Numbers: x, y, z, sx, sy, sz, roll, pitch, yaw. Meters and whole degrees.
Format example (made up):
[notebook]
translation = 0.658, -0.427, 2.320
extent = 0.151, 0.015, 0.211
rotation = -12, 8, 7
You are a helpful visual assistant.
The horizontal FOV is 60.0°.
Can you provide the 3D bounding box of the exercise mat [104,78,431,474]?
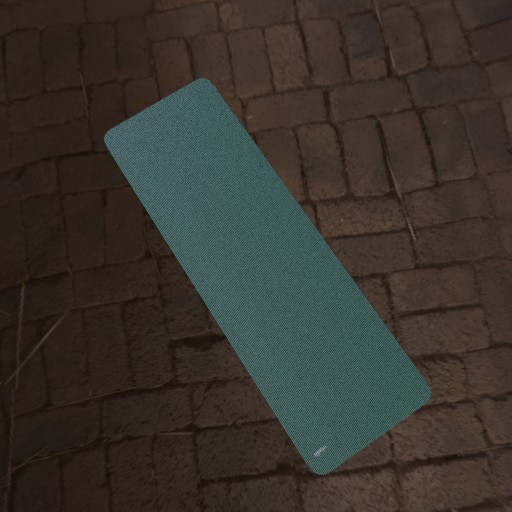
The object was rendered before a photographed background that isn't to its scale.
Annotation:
[exercise mat]
translation = 0.000, 0.000, 2.036
extent = 0.616, 0.021, 1.869
rotation = -33, 79, -7
